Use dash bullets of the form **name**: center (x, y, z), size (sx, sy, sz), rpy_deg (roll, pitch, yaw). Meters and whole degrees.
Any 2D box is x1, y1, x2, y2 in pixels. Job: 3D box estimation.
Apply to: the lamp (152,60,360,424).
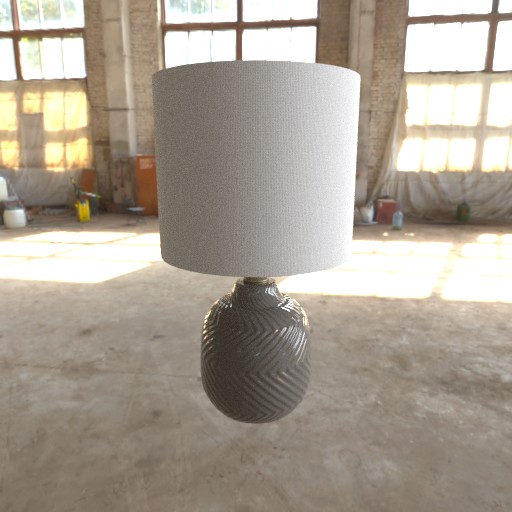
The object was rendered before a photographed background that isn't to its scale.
- **lamp**: center (0.000, 0.000, 0.491), size (0.207, 0.366, 0.207), rpy_deg (7, 15, 26)
